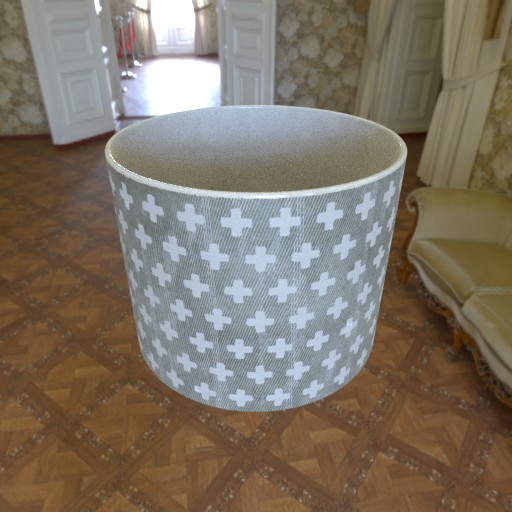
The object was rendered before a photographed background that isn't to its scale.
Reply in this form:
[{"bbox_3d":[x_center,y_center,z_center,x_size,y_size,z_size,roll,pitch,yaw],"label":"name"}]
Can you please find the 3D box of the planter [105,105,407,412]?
[{"bbox_3d":[0.000,0.000,0.336,0.190,0.181,0.190,0,31,0],"label":"planter"}]
